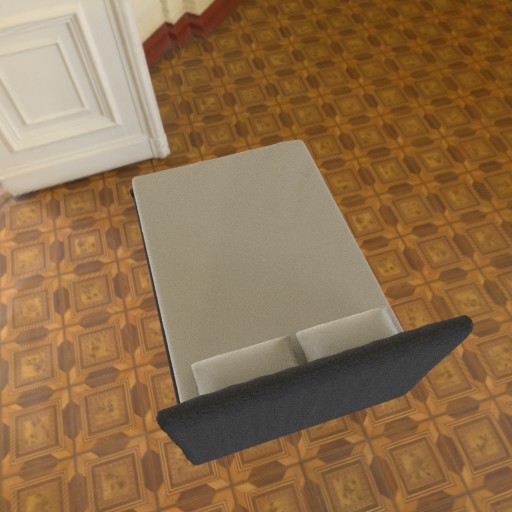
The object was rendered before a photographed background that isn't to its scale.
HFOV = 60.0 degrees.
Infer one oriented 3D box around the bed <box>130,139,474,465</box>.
[{"bbox_3d":[0.000,0.000,3.357,1.698,1.427,2.387,-15,60,-9],"label":"bed"}]
